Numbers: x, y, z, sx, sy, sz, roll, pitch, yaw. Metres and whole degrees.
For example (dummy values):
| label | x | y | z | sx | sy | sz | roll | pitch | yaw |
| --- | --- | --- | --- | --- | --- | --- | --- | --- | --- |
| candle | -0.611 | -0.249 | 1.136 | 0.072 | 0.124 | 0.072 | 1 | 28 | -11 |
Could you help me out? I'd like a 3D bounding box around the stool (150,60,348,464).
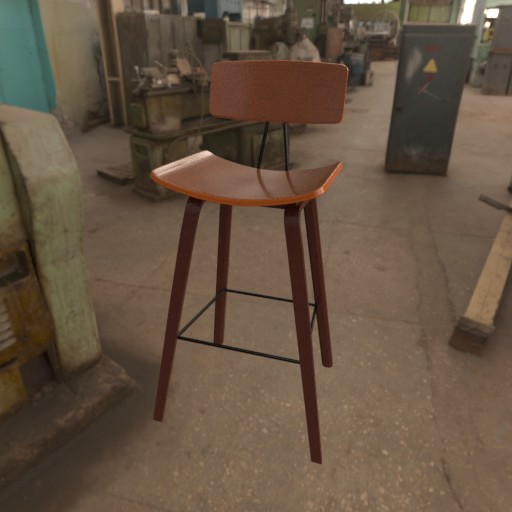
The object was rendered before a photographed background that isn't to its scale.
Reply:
| label | x | y | z | sx | sy | sz | roll | pitch | yaw |
| --- | --- | --- | --- | --- | --- | --- | --- | --- | --- |
| stool | 0.000 | 0.000 | 1.227 | 0.509 | 0.969 | 0.440 | 8 | 28 | 15 |
